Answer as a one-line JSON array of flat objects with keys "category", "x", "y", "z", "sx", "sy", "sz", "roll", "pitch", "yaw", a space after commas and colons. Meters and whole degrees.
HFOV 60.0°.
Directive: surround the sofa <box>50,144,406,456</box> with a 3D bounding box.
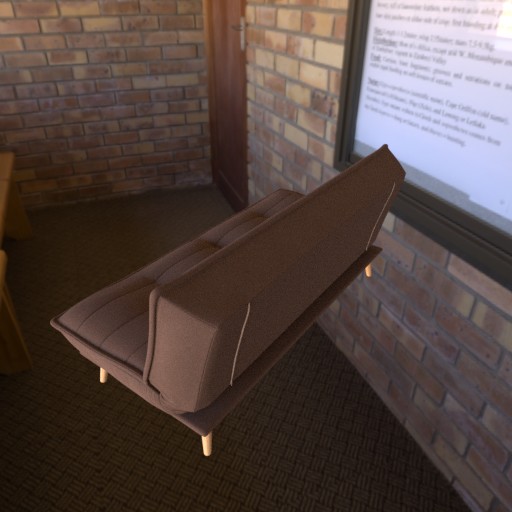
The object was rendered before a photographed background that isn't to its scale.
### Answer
[{"category": "sofa", "x": 0.000, "y": 0.000, "z": 2.428, "sx": 0.950, "sy": 0.890, "sz": 1.940, "roll": 20, "pitch": 37, "yaw": 30}]
